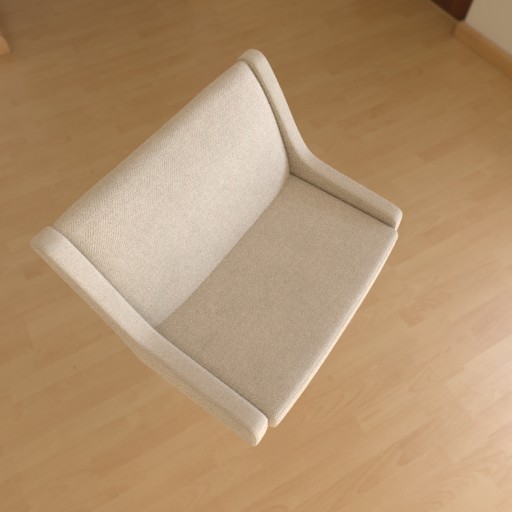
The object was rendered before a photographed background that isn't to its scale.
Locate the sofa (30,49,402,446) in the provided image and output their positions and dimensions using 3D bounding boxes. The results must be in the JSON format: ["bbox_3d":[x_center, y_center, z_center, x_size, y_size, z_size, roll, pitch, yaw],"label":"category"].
[{"bbox_3d":[0.000,0.000,1.920,0.946,0.976,1.212,31,64,17],"label":"sofa"}]
